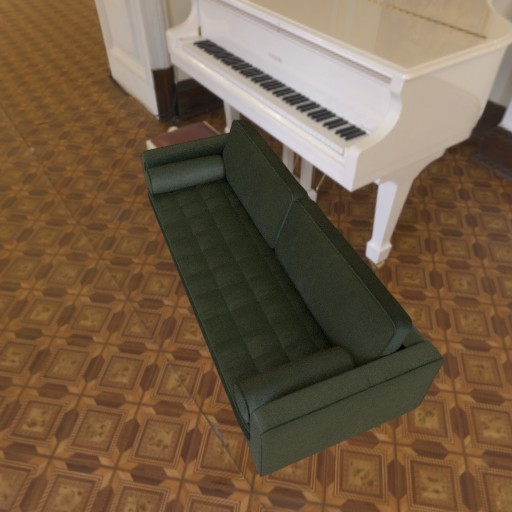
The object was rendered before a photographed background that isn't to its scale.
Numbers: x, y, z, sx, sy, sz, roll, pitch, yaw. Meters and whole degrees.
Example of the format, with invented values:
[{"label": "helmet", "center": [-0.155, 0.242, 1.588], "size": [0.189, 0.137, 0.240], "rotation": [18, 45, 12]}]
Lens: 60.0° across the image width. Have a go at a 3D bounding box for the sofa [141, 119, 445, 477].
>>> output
[{"label": "sofa", "center": [0.000, 0.000, 2.673], "size": [0.918, 0.769, 2.199], "rotation": [-16, 48, -16]}]
